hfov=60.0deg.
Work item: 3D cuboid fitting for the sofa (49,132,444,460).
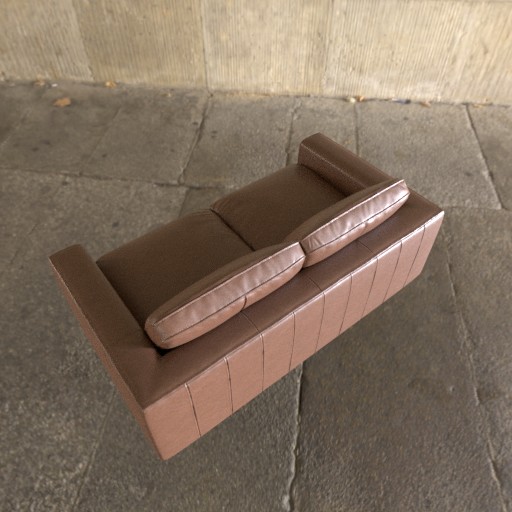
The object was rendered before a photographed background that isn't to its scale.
[{"bbox_3d":[0.000,0.000,2.494,1.920,0.800,1.070,-30,54,-24],"label":"sofa"}]
